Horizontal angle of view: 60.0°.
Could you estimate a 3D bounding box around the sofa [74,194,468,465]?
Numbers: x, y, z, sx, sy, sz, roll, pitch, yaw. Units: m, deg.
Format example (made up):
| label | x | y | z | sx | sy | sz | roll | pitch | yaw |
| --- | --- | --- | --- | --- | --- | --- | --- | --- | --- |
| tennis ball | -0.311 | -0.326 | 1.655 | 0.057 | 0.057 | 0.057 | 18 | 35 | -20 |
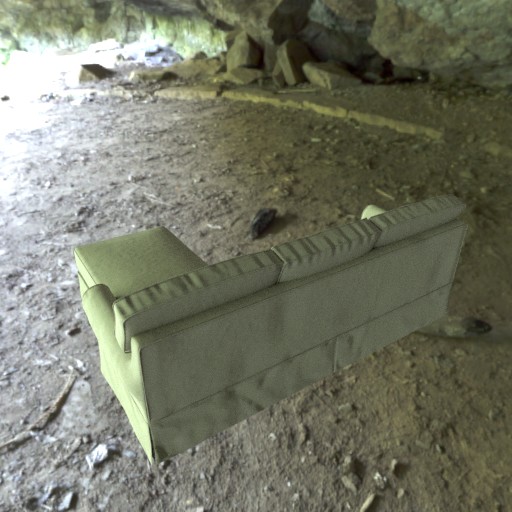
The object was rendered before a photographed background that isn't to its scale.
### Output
| label | x | y | z | sx | sy | sz | roll | pitch | yaw |
| --- | --- | --- | --- | --- | --- | --- | --- | --- | --- |
| sofa | 0.000 | 0.000 | 3.245 | 2.475 | 0.978 | 1.733 | -18 | 33 | -29 |
